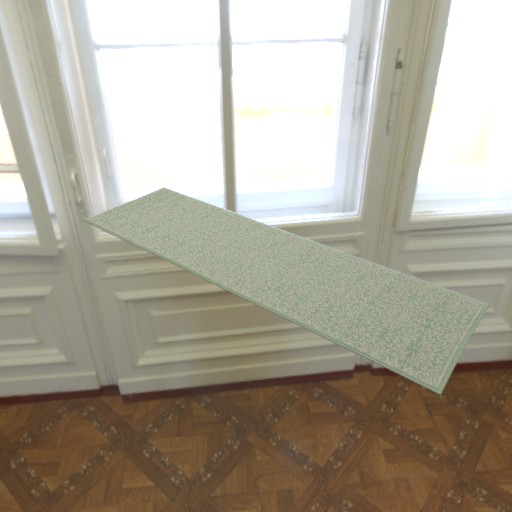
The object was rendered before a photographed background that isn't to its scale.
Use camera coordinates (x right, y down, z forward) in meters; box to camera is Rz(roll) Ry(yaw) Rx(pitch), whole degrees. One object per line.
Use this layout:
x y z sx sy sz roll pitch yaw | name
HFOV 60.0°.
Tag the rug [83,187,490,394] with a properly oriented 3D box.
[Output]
0.000 0.000 2.378 2.196 0.011 0.662 22 38 32 | rug
